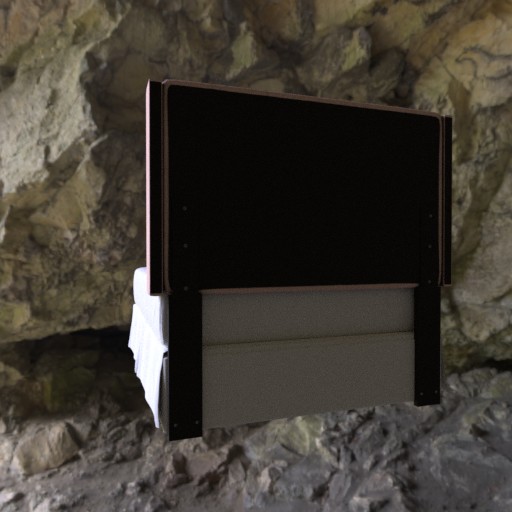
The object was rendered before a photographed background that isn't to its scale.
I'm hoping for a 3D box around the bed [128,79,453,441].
[{"bbox_3d":[0.000,0.000,3.241,1.719,1.665,2.066,0,1,-19],"label":"bed"}]
